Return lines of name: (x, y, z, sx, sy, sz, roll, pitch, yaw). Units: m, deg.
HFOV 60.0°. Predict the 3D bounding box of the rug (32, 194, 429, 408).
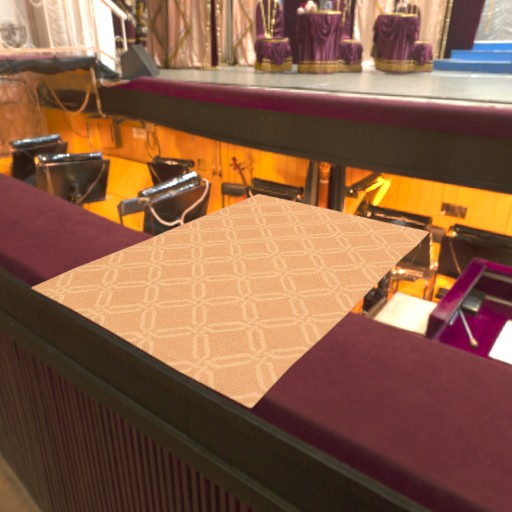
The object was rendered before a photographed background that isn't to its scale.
rug: (0.000, 0.000, 2.793, 1.524, 0.013, 2.135, 17, 30, 32)
